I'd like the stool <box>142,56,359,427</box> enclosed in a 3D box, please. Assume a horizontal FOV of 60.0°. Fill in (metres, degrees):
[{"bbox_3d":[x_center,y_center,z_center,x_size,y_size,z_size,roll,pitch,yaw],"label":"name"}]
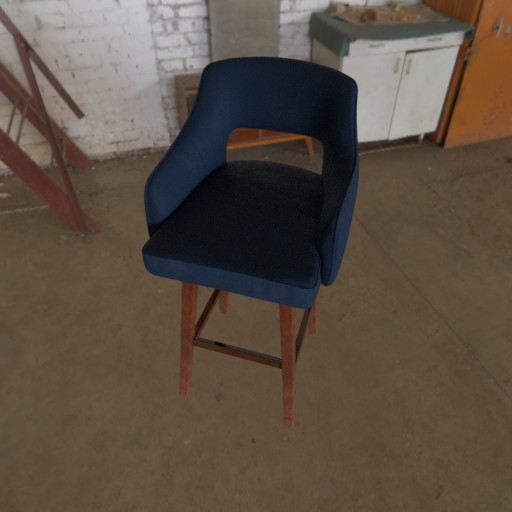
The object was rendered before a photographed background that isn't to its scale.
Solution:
[{"bbox_3d":[0.000,0.000,1.405,0.550,1.041,0.560,12,43,13],"label":"stool"}]
